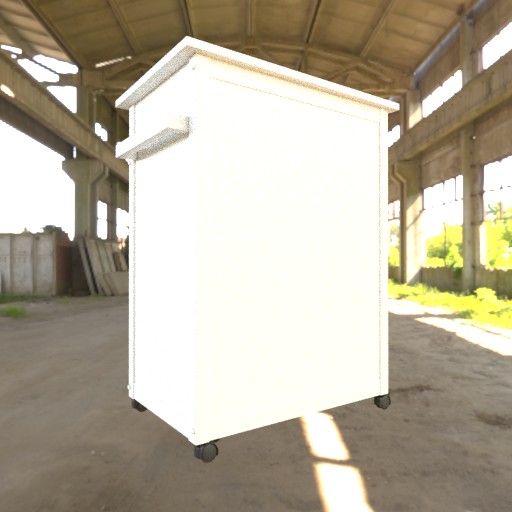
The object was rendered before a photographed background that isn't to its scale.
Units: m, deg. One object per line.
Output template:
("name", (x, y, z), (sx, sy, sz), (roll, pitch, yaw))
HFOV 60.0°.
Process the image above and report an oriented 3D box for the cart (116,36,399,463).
("cart", (0.000, 0.000, 1.238), (0.683, 0.864, 0.442), (0, 0, -35))
